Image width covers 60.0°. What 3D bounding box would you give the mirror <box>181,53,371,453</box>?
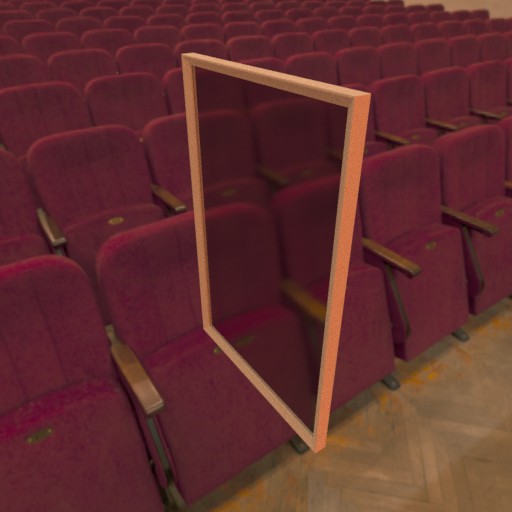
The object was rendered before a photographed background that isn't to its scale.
[{"bbox_3d":[0.000,0.000,1.164,0.041,0.915,0.609,-20,37,-29],"label":"mirror"}]
